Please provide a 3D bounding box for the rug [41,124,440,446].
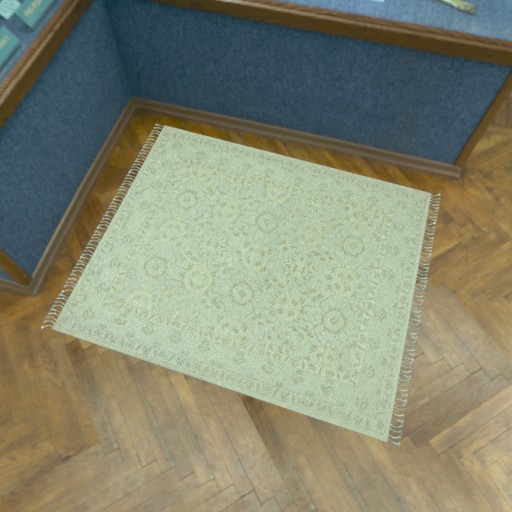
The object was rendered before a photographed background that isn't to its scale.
[{"bbox_3d":[0.000,0.000,4.047,3.043,0.013,2.444,16,64,8],"label":"rug"}]
